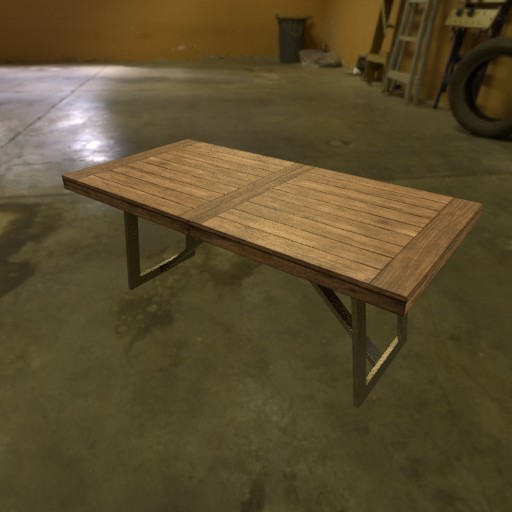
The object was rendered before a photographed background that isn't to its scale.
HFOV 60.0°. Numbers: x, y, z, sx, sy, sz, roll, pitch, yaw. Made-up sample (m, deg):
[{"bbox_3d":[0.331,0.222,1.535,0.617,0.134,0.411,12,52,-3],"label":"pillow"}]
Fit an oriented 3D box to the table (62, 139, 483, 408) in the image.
[{"bbox_3d":[0.000,0.000,2.351,1.867,0.757,0.931,20,35,32],"label":"table"}]
